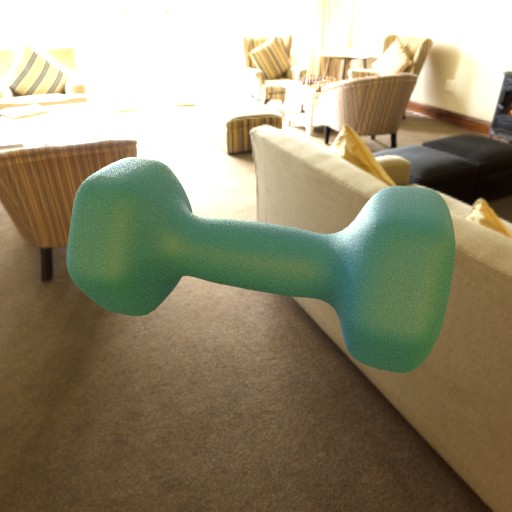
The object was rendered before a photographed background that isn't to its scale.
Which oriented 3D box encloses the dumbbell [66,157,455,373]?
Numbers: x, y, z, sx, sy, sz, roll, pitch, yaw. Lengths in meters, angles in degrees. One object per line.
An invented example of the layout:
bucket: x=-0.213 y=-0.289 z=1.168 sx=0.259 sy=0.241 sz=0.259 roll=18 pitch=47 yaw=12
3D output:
dumbbell: x=0.000 y=0.000 z=0.188 sx=0.152 sy=0.066 sz=0.074 roll=9 pitch=32 yaw=16
